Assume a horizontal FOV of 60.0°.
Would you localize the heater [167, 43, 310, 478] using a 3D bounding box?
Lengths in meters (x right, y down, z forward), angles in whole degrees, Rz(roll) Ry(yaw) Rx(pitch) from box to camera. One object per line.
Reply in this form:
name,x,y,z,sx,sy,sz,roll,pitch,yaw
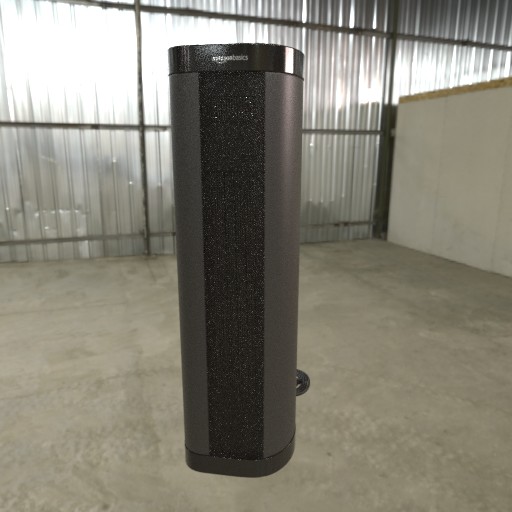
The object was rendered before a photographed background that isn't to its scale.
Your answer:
heater,0.000,0.000,0.693,0.174,0.552,0.312,2,14,9
